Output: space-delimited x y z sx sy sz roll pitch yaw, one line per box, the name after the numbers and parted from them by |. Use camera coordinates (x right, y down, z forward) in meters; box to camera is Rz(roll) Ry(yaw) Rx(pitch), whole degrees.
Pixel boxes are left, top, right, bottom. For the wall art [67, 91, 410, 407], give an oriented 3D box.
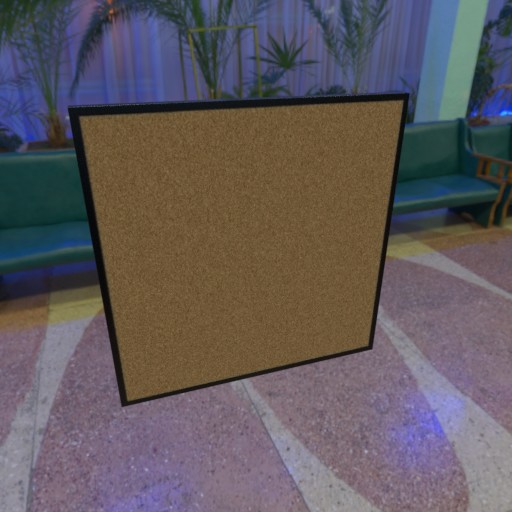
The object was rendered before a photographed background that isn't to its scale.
0.000 0.000 0.517 0.349 0.349 0.014 -8 28 -17 | wall art
